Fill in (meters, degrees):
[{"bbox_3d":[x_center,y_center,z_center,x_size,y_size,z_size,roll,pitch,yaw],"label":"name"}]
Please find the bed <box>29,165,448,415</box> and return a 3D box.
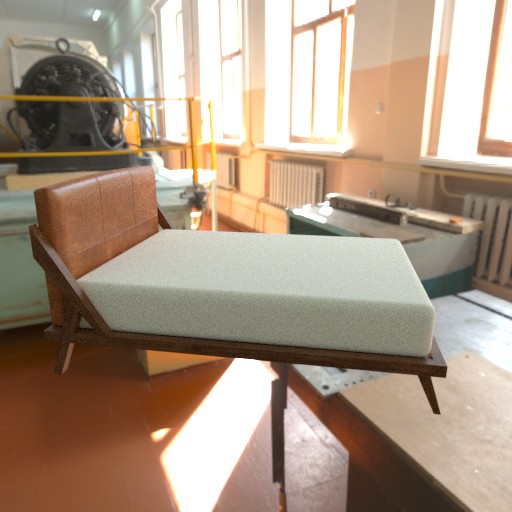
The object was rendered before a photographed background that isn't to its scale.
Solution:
[{"bbox_3d":[0.000,0.000,3.180,2.311,1.168,1.651,3,17,10],"label":"bed"}]
